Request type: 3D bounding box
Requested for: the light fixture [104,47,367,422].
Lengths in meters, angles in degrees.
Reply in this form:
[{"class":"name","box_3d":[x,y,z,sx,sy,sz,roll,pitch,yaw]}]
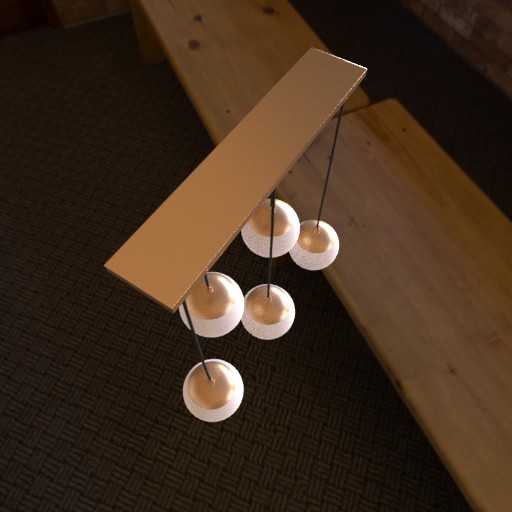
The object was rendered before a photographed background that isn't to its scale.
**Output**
[{"class":"light fixture","box_3d":[0.000,0.000,1.316,0.299,0.869,0.863,29,63,16]}]
